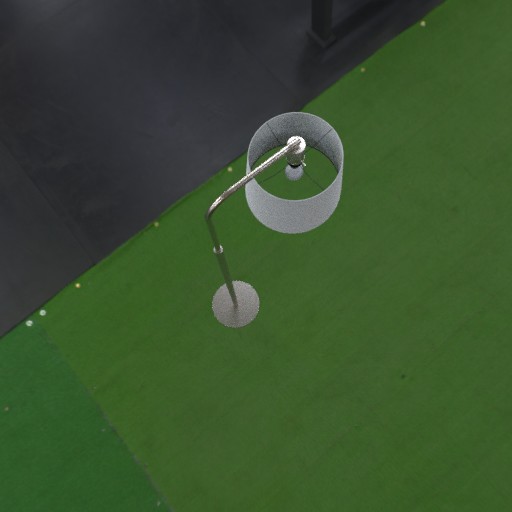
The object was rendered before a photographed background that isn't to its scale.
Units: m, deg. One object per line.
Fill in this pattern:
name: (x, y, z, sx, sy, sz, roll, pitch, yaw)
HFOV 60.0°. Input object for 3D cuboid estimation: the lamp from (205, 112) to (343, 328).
lamp: (0.000, 0.000, 1.624, 0.508, 1.478, 0.254, -36, 79, -8)
